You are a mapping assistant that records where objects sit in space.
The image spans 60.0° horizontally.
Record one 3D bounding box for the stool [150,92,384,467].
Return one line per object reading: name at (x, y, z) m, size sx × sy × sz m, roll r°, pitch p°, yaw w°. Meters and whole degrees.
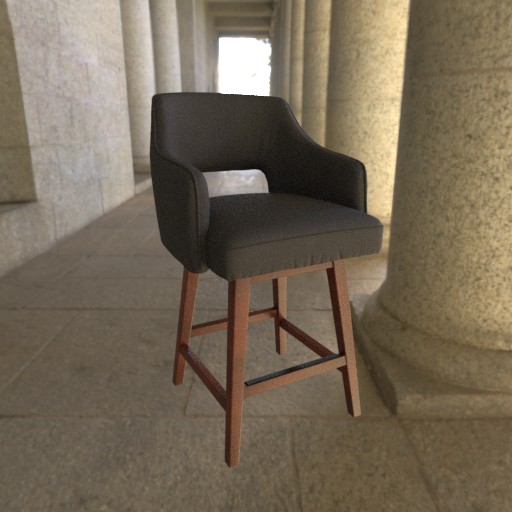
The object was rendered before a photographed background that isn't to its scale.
stool at (0.000, 0.000, 1.283) m, size 0.548 × 0.912 × 0.558 m, roll -9°, pitch 20°, yaw -28°
